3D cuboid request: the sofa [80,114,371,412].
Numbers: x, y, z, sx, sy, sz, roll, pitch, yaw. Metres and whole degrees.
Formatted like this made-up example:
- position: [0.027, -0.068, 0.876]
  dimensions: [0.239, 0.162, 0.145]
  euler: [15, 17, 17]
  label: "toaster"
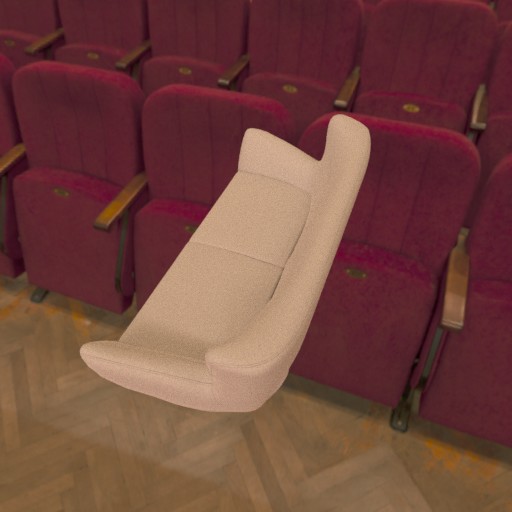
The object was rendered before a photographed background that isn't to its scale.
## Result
- position: [0.000, 0.000, 2.471]
  dimensions: [0.899, 0.890, 1.930]
  euler: [16, 49, 14]
  label: "sofa"
